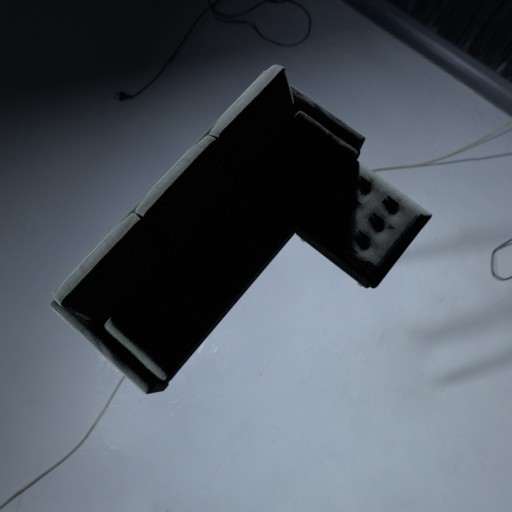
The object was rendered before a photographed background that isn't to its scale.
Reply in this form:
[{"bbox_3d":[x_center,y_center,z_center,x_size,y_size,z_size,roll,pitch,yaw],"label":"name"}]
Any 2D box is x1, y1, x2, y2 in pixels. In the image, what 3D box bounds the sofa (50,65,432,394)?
[{"bbox_3d":[0.000,0.000,2.951,1.506,0.876,2.178,39,78,9],"label":"sofa"}]
